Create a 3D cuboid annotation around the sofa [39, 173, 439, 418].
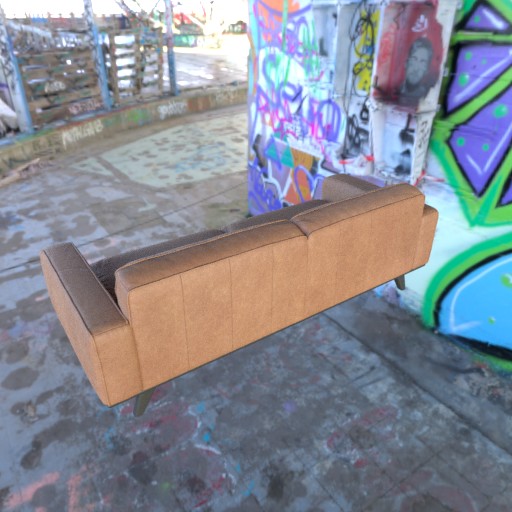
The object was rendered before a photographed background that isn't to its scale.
[{"bbox_3d":[0.000,0.000,2.719,2.270,0.780,0.953,-19,34,-30],"label":"sofa"}]
